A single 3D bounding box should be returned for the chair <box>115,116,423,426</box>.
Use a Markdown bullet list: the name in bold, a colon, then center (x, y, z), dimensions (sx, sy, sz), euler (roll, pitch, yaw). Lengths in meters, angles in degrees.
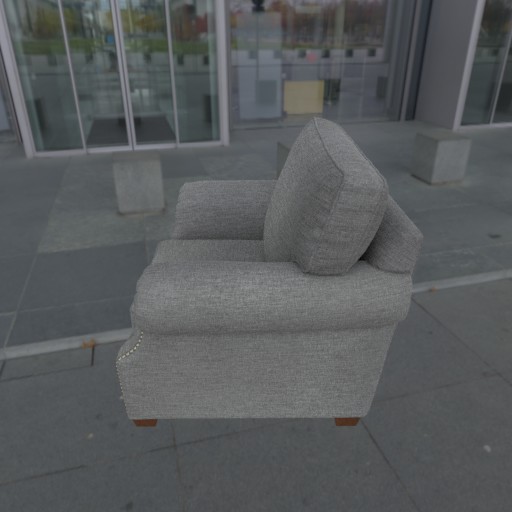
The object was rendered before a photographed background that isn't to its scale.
- **chair**: center (0.000, 0.000, 1.807), dimensions (0.965, 0.961, 1.092), euler (0, 27, -1)
